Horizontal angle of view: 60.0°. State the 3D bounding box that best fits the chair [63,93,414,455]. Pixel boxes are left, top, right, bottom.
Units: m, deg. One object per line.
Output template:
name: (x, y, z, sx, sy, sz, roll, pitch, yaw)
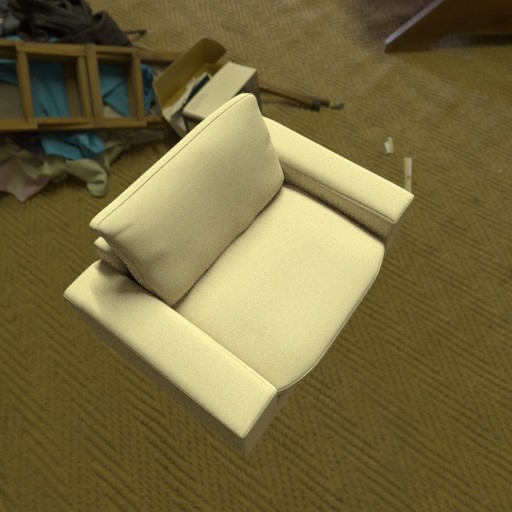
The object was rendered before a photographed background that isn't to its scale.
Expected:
chair: (0.000, 0.000, 2.106, 1.039, 0.915, 1.398, 33, 65, 18)
